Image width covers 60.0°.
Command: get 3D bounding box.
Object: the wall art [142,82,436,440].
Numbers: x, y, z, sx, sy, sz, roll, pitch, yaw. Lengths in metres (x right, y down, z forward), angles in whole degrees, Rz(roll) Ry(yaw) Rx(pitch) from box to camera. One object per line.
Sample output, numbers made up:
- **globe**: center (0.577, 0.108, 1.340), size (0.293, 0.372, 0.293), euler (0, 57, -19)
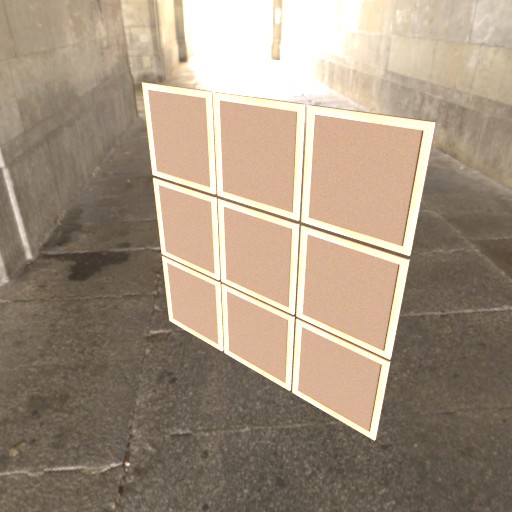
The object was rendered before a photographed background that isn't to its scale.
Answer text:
- **wall art**: center (0.000, 0.000, 1.790), size (1.216, 1.218, 0.013), euler (22, 35, 34)
